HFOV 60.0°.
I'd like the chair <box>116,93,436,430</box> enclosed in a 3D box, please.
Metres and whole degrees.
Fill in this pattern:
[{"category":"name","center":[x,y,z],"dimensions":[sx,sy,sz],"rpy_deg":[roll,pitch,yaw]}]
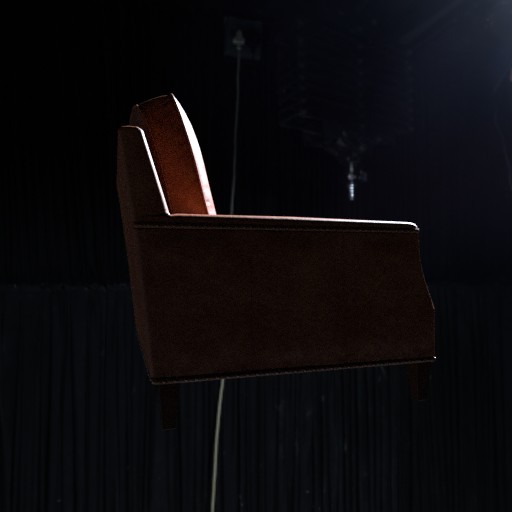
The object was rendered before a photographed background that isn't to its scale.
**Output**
[{"category":"chair","center":[0.000,0.000,1.691],"dimensions":[1.014,0.943,0.853],"rpy_deg":[0,-1,-18]}]
